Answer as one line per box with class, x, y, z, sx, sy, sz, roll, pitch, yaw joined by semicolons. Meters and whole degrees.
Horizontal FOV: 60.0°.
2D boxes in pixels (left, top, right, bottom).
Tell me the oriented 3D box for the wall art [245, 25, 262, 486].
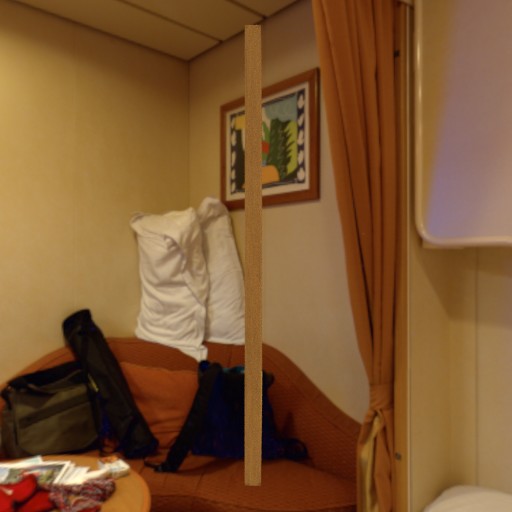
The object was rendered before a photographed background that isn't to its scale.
wall art;0.000;0.000;0.769;0.020;0.561;0.460;0;0;1
